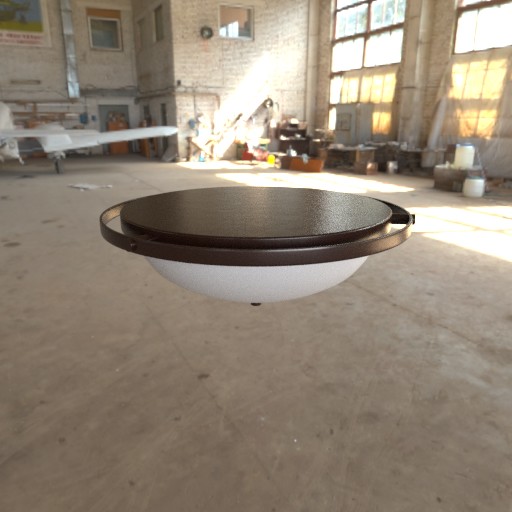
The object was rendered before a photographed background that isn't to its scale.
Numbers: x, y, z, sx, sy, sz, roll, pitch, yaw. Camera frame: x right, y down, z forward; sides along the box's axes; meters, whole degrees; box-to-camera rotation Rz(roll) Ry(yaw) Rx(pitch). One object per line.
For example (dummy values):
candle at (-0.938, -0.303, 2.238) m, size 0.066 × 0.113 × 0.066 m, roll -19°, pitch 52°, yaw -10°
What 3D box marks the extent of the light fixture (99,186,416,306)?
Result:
light fixture at (0.000, 0.000, 0.556) m, size 0.361 × 0.130 × 0.361 m, roll 0°, pitch 17°, yaw 0°
